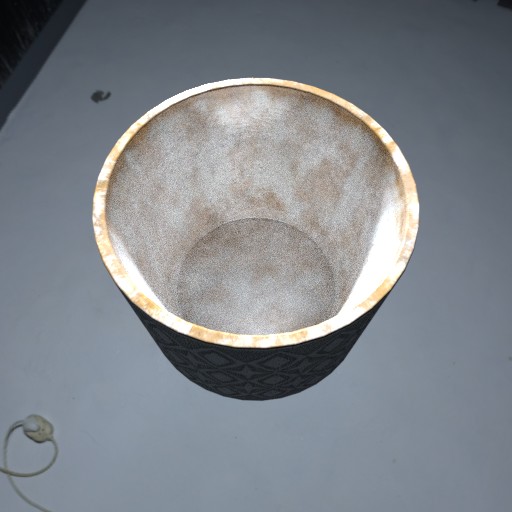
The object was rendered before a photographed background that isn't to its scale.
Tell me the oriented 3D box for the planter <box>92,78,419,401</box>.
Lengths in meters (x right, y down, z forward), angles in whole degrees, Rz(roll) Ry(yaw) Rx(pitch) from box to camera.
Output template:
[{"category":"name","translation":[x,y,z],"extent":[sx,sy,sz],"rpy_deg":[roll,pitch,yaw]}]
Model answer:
[{"category":"planter","translation":[0.000,0.000,0.447],"extent":[0.255,0.223,0.255],"rpy_deg":[0,62,0]}]
